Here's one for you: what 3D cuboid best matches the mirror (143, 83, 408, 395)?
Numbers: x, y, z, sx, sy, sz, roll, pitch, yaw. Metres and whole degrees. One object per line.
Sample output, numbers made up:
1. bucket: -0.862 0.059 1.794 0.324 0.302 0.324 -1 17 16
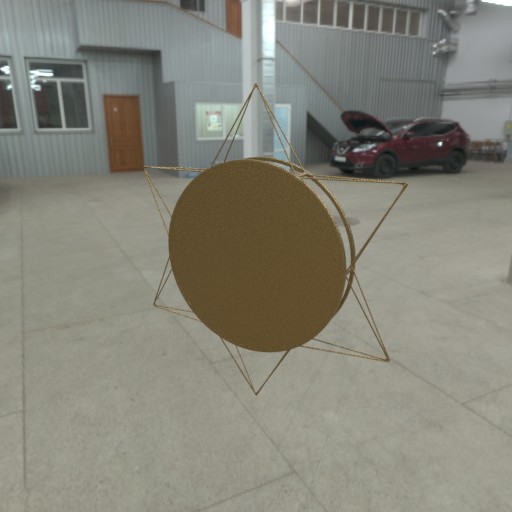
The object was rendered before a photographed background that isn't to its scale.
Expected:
1. mirror: 0.000 0.000 0.797 0.498 0.581 0.062 9 19 26
